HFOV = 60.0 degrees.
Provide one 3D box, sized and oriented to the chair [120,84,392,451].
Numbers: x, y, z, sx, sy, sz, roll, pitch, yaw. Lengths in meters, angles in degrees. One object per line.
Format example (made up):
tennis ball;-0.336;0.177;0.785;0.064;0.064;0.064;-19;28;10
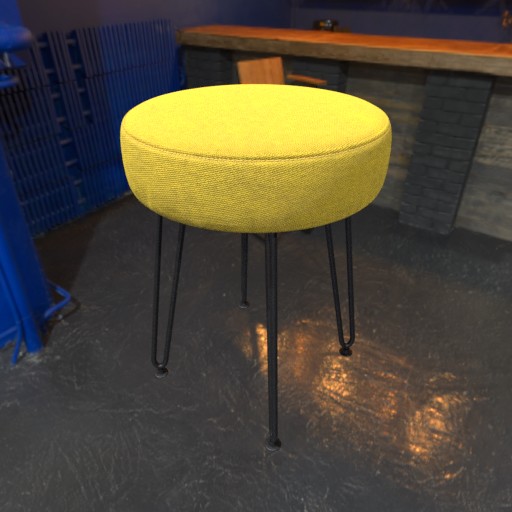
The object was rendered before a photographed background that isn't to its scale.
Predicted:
chair;0.000;0.000;0.683;0.345;0.455;0.345;21;38;30
